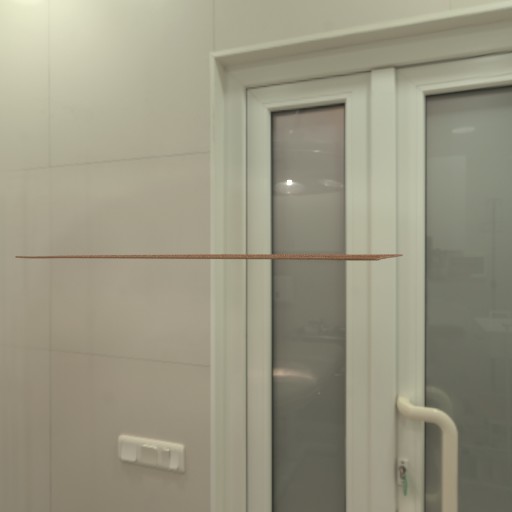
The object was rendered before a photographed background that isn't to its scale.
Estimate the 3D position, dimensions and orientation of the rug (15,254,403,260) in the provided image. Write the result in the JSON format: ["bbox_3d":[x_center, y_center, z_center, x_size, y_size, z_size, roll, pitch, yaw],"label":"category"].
[{"bbox_3d":[0.000,0.000,4.112,2.479,0.023,3.092,0,0,21],"label":"rug"}]
